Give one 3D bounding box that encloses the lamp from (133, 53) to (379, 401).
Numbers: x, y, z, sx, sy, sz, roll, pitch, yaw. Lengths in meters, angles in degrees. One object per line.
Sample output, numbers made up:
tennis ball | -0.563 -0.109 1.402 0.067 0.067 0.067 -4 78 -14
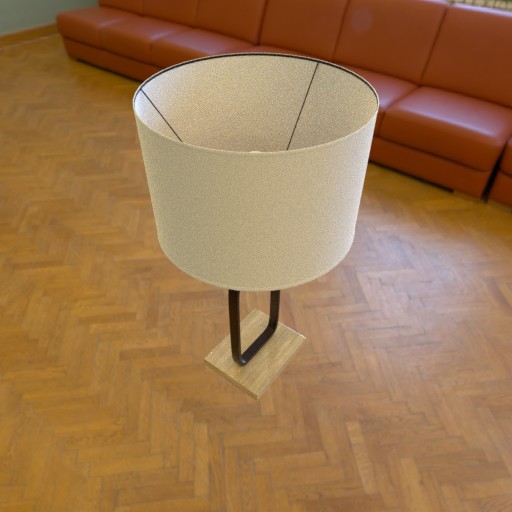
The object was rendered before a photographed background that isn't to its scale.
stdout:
lamp | 0.000 0.000 0.681 0.279 0.508 0.279 27 49 27
